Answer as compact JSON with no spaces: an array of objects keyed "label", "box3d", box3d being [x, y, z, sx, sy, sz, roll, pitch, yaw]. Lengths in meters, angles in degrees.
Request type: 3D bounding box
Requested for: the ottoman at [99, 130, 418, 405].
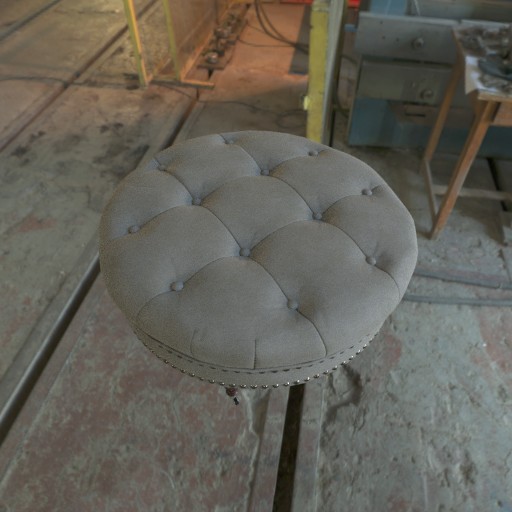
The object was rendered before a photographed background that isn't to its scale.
[{"label":"ottoman","box3d":[0.000,0.000,1.373,0.901,0.439,0.901,0,46,0]}]
